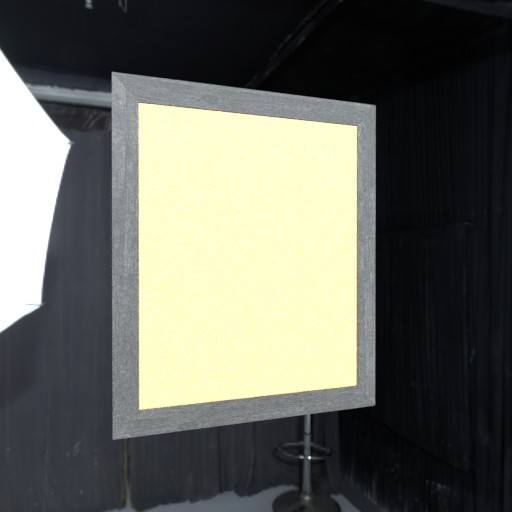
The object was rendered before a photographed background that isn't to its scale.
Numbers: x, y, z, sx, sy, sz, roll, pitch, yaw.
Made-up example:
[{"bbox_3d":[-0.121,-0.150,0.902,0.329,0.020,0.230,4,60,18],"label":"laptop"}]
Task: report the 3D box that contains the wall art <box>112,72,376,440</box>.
[{"bbox_3d":[0.000,0.000,0.771,0.476,0.570,0.013,0,0,-19],"label":"wall art"}]
